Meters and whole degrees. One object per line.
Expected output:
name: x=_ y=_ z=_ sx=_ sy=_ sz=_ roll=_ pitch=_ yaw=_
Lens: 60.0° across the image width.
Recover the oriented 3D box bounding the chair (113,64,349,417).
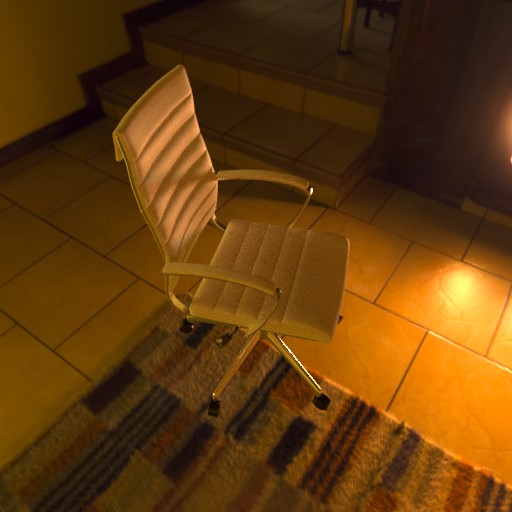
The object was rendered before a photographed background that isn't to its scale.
chair: x=0.000 y=0.000 z=1.615 sx=0.739 sy=1.149 sz=0.766 roll=11 pitch=46 yaw=11
